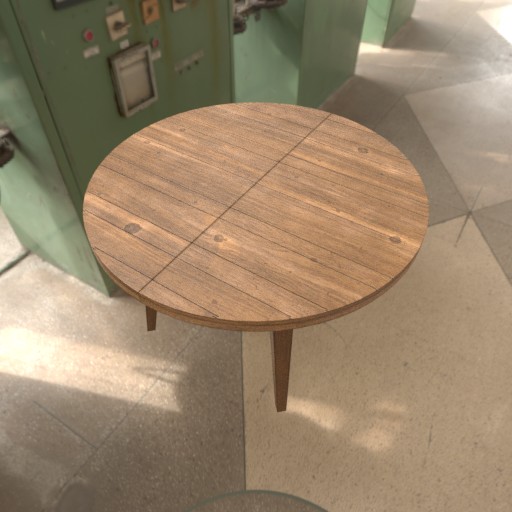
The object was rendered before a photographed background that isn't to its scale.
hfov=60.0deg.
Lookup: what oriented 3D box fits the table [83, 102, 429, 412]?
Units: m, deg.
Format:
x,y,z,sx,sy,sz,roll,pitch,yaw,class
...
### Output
x,y,z,sx,sy,sz,roll,pitch,yaw,class
0.000,0.000,1.885,1.213,0.764,1.213,0,46,0,table
